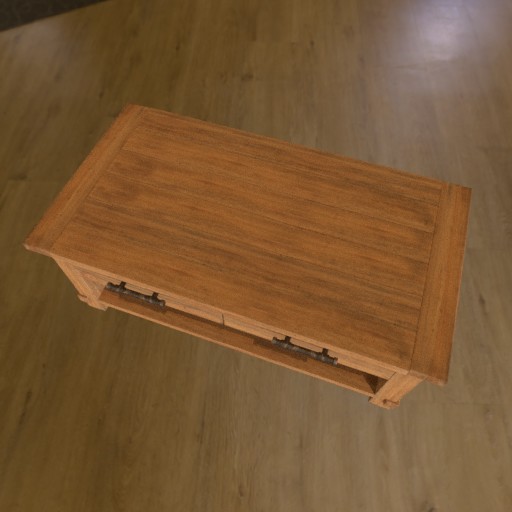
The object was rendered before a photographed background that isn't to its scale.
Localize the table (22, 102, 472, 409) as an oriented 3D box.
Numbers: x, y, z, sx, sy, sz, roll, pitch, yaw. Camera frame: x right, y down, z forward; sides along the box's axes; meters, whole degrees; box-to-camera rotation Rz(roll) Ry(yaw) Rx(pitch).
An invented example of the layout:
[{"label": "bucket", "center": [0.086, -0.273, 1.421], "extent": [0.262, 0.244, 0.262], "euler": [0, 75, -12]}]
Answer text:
[{"label": "table", "center": [0.000, 0.000, 1.607], "extent": [1.270, 0.494, 0.693], "euler": [17, 60, 10]}]
